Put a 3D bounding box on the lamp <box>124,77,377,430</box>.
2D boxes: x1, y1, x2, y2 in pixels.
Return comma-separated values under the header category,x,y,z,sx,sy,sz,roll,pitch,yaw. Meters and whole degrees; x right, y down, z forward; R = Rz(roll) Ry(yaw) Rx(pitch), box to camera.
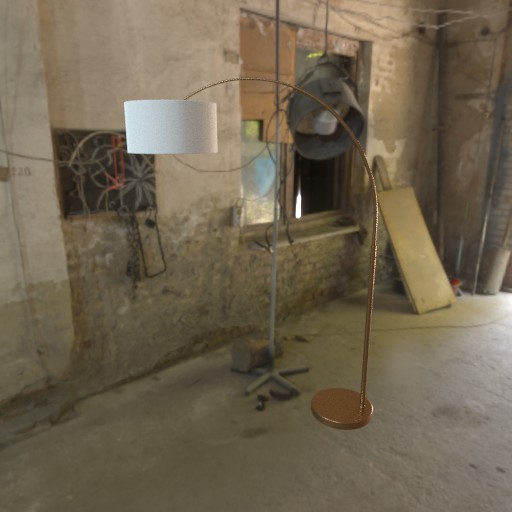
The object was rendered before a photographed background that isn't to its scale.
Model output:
category,x,y,z,sx,sy,sz,roll,pitch,yaw
lamp,0.000,0.000,2.561,1.434,1.927,0.493,3,15,9
